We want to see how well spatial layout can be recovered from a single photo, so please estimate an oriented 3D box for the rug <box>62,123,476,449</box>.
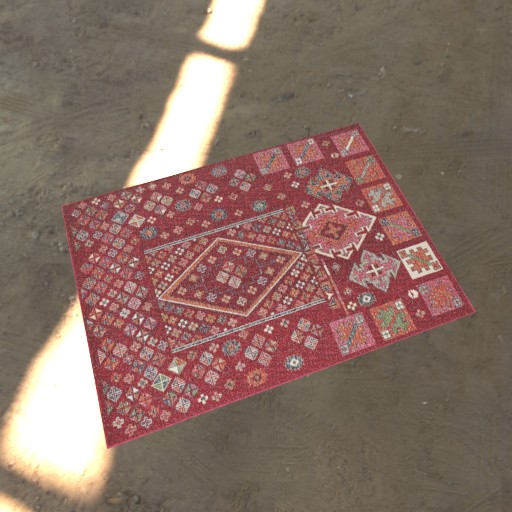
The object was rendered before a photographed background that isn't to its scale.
[{"bbox_3d":[0.000,0.000,4.200,3.306,0.011,2.389,-18,64,-9],"label":"rug"}]
